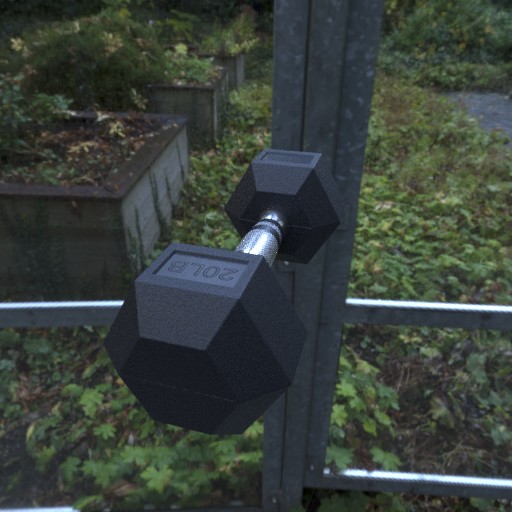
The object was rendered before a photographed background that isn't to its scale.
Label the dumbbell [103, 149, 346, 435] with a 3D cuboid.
[{"bbox_3d":[0.000,0.000,0.328,0.106,0.092,0.272,8,31,14],"label":"dumbbell"}]
